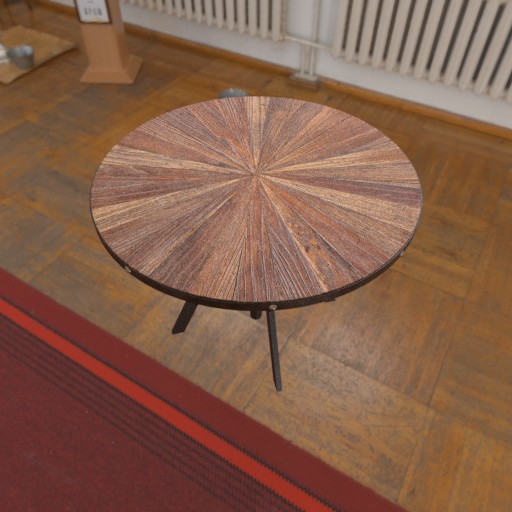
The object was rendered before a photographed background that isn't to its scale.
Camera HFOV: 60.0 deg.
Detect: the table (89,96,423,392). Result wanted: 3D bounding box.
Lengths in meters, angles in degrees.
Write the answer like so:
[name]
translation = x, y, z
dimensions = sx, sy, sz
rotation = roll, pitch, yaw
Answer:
[table]
translation = 0.000, 0.000, 1.452
dimensions = 0.885, 0.658, 0.885
rotation = 0, 47, 0
